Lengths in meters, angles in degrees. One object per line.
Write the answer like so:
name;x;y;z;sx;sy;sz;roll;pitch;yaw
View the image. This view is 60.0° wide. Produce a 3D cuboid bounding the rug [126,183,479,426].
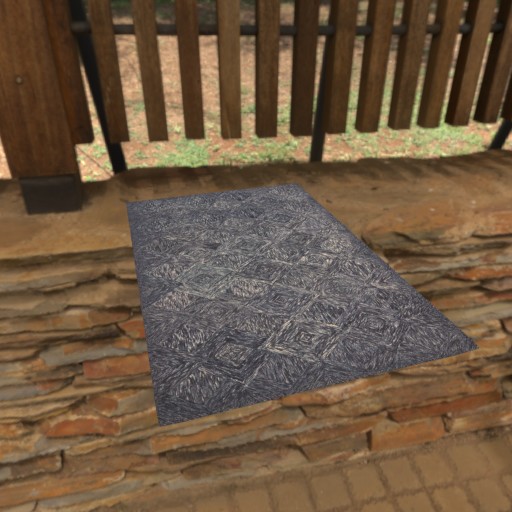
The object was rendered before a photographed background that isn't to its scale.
rug;0.000;0.000;2.162;1.139;0.010;1.754;-9;31;-15
